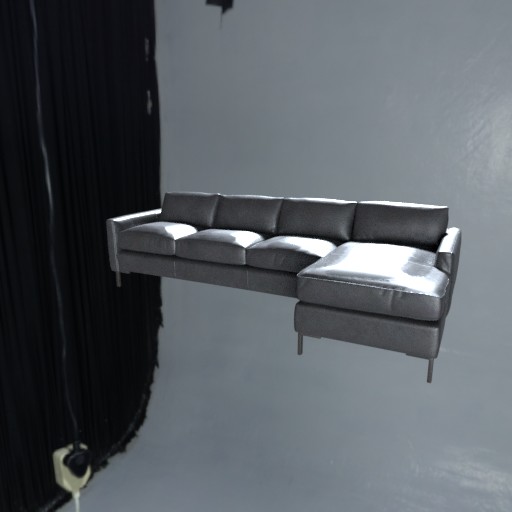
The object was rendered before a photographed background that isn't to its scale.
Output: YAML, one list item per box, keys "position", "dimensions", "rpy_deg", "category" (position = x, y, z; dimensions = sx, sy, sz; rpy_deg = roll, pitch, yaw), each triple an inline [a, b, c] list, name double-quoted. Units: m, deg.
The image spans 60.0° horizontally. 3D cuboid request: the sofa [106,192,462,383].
- position: [0.000, 0.000, 3.638]
  dimensions: [2.993, 0.859, 1.471]
  rpy_deg: [7, 15, 26]
  category: "sofa"
